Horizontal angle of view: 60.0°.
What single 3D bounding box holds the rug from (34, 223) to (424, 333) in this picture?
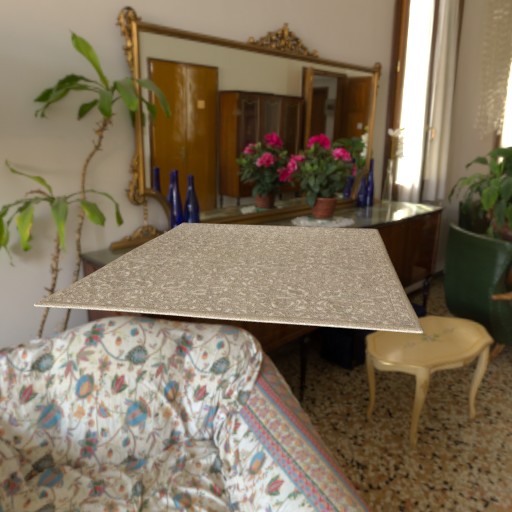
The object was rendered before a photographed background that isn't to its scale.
[{"bbox_3d":[0.000,0.000,4.156,2.472,0.035,3.017,3,15,10],"label":"rug"}]
